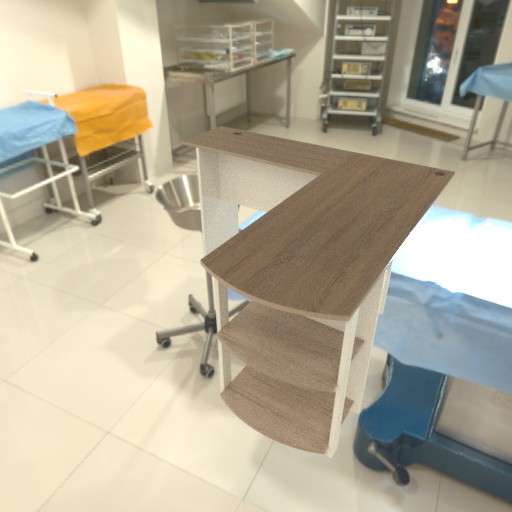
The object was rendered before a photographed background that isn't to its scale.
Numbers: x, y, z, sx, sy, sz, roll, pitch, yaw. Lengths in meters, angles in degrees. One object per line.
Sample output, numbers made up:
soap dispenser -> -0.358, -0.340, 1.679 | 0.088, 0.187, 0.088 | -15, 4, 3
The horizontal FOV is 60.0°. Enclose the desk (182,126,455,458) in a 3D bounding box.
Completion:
desk -> 0.000, 0.000, 2.101 | 1.361, 0.716, 1.303 | 19, 37, 28
